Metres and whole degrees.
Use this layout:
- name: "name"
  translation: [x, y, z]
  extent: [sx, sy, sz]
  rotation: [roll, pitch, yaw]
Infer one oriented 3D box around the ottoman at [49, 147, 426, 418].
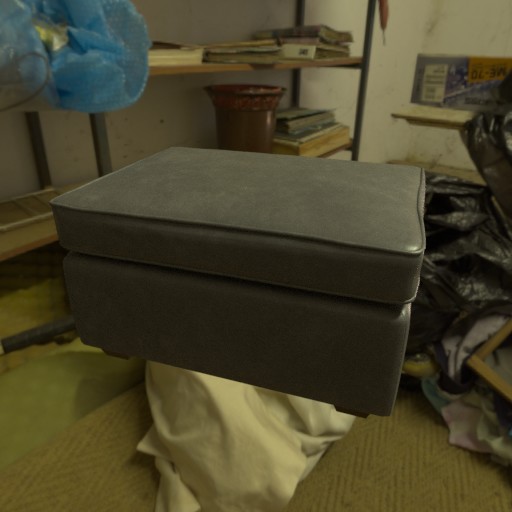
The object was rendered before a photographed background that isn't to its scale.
- name: "ottoman"
  translation: [0.000, 0.000, 1.114]
  extent: [0.756, 0.445, 0.554]
  rotation: [9, 28, 17]
